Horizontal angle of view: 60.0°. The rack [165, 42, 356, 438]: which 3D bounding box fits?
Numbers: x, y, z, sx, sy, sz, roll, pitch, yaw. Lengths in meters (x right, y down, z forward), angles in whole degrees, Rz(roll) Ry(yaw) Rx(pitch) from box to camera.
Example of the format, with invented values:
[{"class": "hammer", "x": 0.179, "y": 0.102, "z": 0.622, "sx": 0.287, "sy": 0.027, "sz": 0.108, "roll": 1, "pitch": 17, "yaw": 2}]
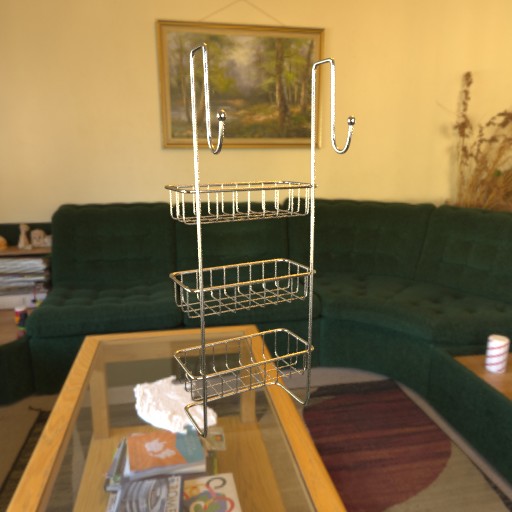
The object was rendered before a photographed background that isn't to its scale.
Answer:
[{"class": "rack", "x": 0.000, "y": 0.000, "z": 0.686, "sx": 0.228, "sy": 0.574, "sz": 0.202, "roll": -7, "pitch": 15, "yaw": -27}]
